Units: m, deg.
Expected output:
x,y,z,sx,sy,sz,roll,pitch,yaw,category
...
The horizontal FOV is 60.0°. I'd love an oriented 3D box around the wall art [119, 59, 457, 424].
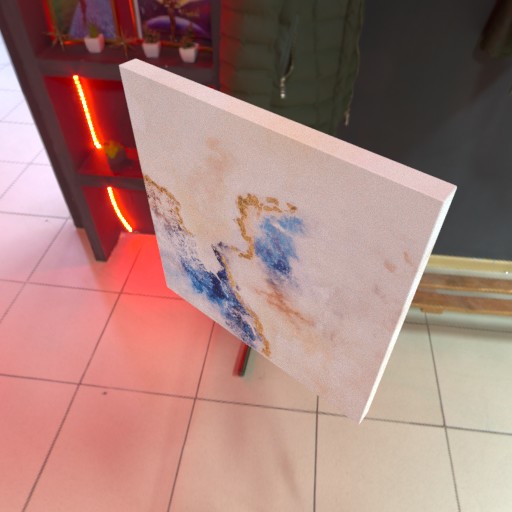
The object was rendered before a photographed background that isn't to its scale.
x,y,z,sx,sy,sz,roll,pitch,yaw,category
0.000,0.000,1.540,1.061,1.061,0.071,31,53,27,wall art
